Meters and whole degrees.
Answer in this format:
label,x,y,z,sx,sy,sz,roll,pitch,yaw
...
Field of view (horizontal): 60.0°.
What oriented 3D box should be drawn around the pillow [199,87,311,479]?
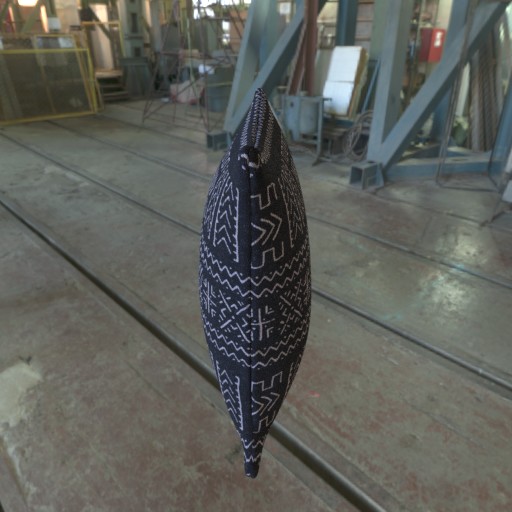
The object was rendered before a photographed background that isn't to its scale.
label,x,y,z,sx,sy,sz,roll,pitch,yaw
pillow,0.000,0.000,0.663,0.164,0.430,0.438,1,27,2
